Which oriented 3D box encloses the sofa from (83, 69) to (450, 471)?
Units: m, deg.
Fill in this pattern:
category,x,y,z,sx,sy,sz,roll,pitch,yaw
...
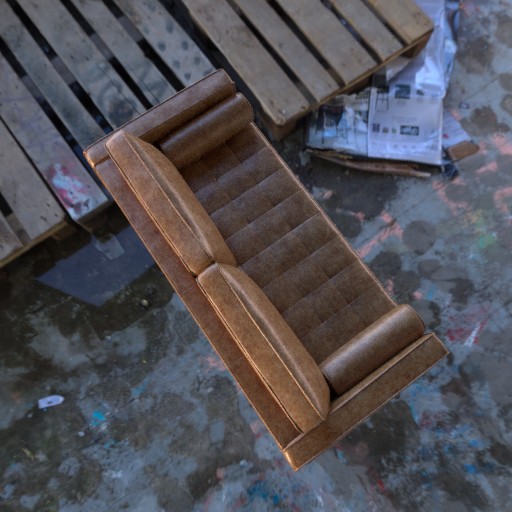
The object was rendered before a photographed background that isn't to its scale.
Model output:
category,x,y,z,sx,sy,sz,roll,pitch,yaw
sofa,0.000,0.000,2.385,0.924,0.825,1.920,-34,78,-9
